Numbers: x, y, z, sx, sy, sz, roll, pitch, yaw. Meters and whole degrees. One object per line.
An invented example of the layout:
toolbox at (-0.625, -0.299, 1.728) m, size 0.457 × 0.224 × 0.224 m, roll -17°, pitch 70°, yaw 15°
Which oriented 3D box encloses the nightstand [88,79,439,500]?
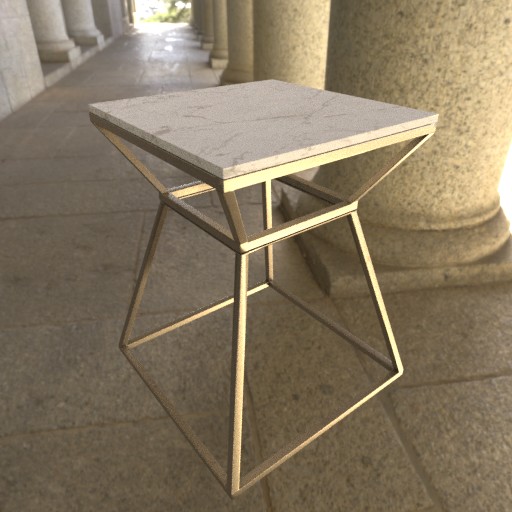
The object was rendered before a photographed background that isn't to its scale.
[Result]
nightstand at (0.000, 0.000, 0.858) m, size 0.455 × 0.554 × 0.455 m, roll -22°, pitch 37°, yaw -32°
